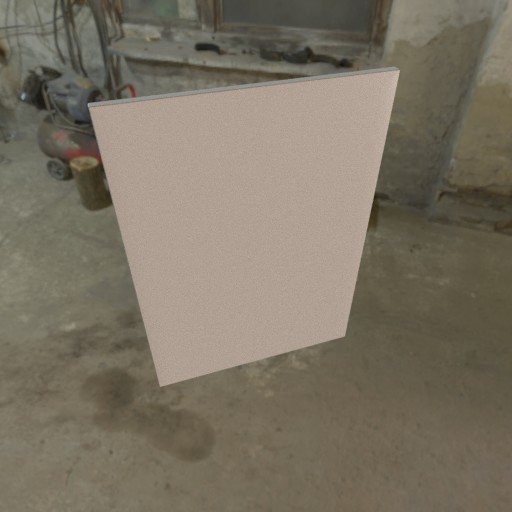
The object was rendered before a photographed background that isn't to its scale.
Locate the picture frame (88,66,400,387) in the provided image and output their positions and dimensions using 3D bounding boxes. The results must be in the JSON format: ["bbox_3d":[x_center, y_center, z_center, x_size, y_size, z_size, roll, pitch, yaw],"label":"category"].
[{"bbox_3d":[0.000,0.000,0.696,0.381,0.534,0.012,-12,43,-14],"label":"picture frame"}]
